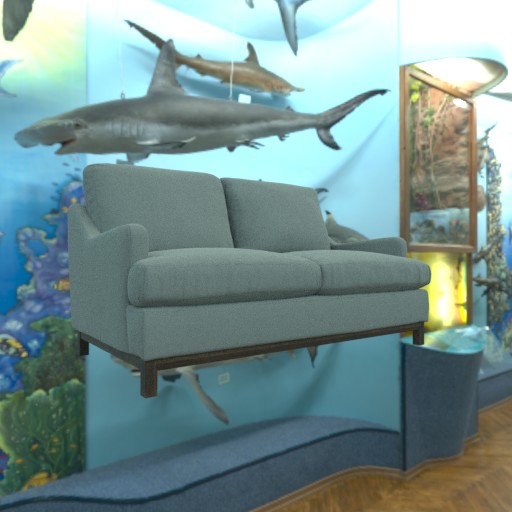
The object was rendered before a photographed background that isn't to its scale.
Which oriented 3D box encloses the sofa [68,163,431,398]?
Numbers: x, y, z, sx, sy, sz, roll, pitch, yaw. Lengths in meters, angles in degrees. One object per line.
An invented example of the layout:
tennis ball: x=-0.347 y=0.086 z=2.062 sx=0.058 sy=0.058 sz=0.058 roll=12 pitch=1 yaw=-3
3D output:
sofa: x=0.000 y=0.000 z=2.224 sx=1.589 sy=0.921 sz=0.987 roll=0 pitch=-1 yaw=-36
